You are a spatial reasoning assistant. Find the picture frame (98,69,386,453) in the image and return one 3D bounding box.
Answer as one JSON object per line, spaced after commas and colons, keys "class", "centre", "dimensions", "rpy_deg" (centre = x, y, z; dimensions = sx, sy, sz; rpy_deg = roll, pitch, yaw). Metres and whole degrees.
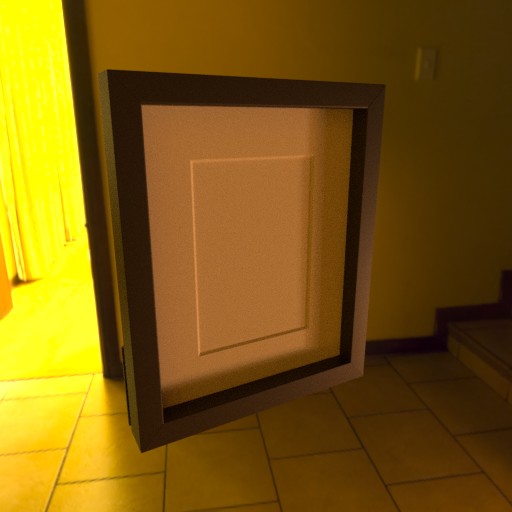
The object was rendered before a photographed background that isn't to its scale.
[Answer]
{"class": "picture frame", "centre": [0.000, 0.000, 0.384], "dimensions": [0.232, 0.284, 0.042], "rpy_deg": [-9, 19, -28]}
